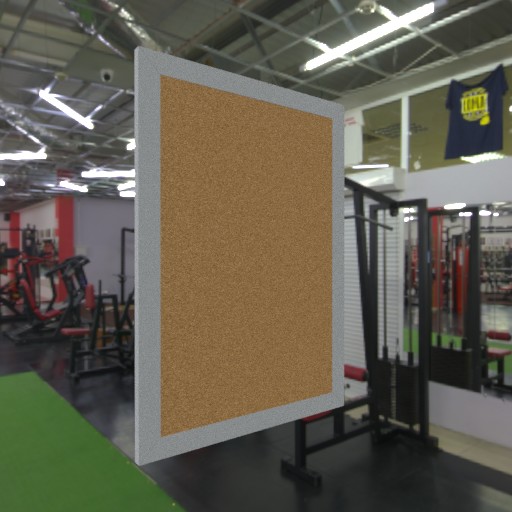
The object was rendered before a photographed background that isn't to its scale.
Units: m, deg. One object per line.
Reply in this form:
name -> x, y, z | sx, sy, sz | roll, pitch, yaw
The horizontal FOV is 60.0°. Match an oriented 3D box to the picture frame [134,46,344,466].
picture frame -> 0.000, 0.000, 0.585 | 0.326, 0.459, 0.011 | 0, 0, -36
